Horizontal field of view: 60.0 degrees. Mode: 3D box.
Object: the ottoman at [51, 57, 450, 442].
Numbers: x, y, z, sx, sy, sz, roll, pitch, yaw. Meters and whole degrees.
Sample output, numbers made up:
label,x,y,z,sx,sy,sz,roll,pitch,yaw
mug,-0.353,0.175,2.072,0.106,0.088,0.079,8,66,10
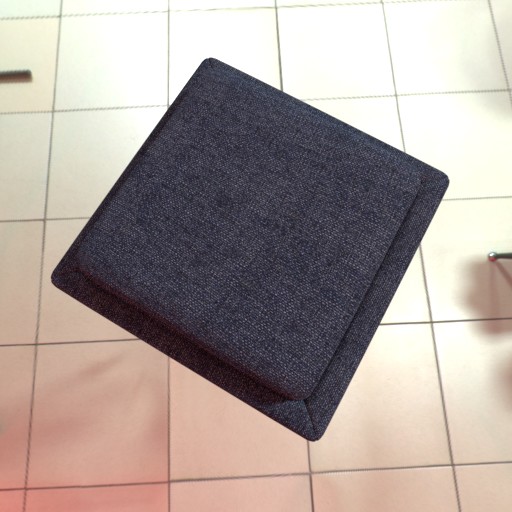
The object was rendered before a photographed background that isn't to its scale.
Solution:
label,x,y,z,sx,sy,sz,roll,pitch,yaw
ottoman,0.000,0.000,0.826,0.450,0.460,0.450,29,77,7
